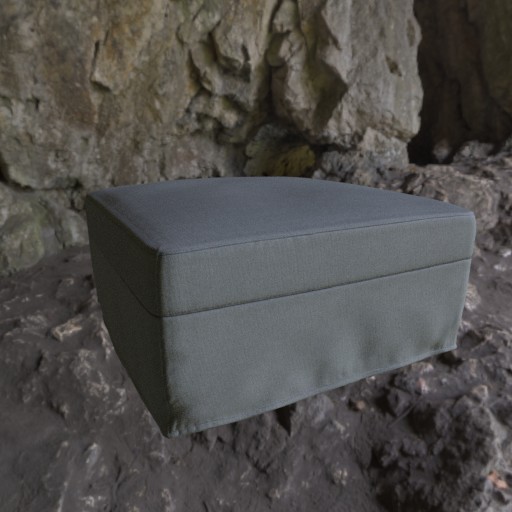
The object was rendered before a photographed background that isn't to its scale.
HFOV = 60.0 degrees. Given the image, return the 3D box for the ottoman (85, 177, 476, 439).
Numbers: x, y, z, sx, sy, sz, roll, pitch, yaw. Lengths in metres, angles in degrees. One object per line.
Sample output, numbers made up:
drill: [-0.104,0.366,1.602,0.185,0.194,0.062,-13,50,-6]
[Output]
ottoman: [0.000,0.000,1.301,0.842,0.441,0.843,-8,18,-27]
